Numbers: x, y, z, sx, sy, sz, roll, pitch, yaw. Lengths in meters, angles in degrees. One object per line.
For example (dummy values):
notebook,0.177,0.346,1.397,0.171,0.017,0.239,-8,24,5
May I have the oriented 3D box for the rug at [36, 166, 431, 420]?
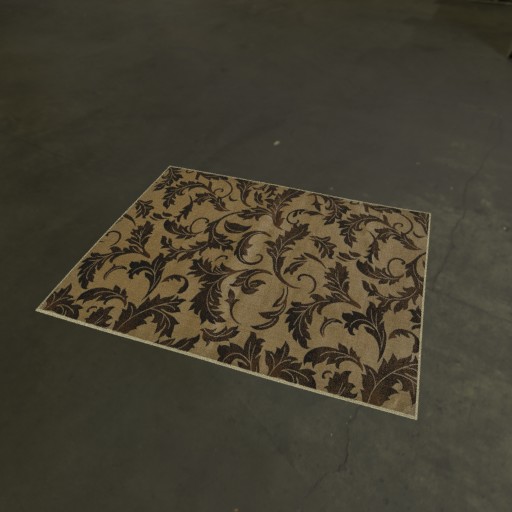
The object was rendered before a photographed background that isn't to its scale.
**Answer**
rug,0.000,0.000,4.045,2.977,0.008,2.380,13,43,14
